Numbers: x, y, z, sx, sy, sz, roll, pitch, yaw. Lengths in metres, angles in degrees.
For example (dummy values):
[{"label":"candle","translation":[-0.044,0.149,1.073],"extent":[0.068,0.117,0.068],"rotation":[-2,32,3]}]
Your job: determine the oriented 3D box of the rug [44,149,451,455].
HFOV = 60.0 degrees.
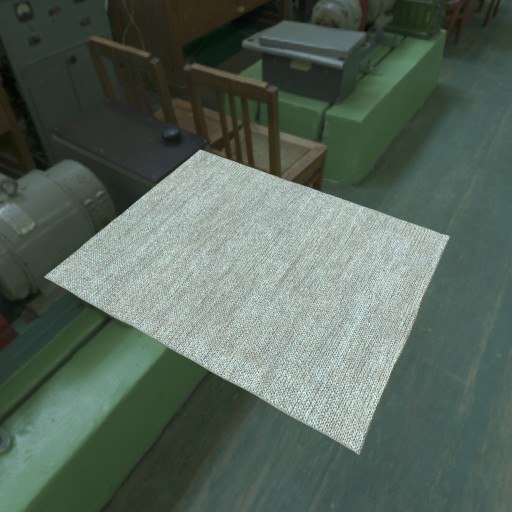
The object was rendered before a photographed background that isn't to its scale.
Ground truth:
[{"label":"rug","translation":[0.000,0.000,4.199],"extent":[3.052,0.030,2.429],"rotation":[23,51,21]}]
